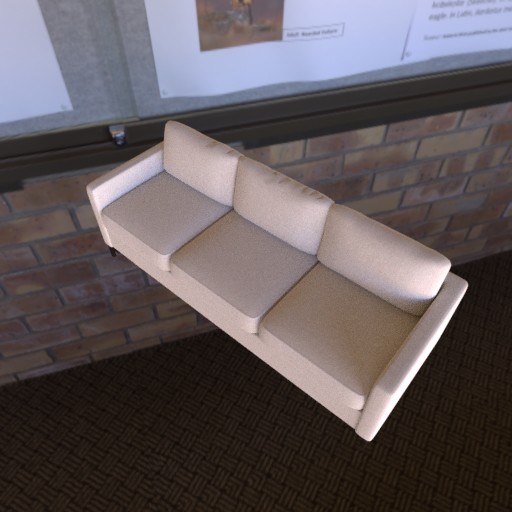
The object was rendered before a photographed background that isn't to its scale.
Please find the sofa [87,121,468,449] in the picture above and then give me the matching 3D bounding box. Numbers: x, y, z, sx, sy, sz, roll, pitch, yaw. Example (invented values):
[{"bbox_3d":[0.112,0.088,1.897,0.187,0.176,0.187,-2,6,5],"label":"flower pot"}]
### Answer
[{"bbox_3d":[0.000,0.000,2.739,2.218,0.874,0.859,32,55,26],"label":"sofa"}]
